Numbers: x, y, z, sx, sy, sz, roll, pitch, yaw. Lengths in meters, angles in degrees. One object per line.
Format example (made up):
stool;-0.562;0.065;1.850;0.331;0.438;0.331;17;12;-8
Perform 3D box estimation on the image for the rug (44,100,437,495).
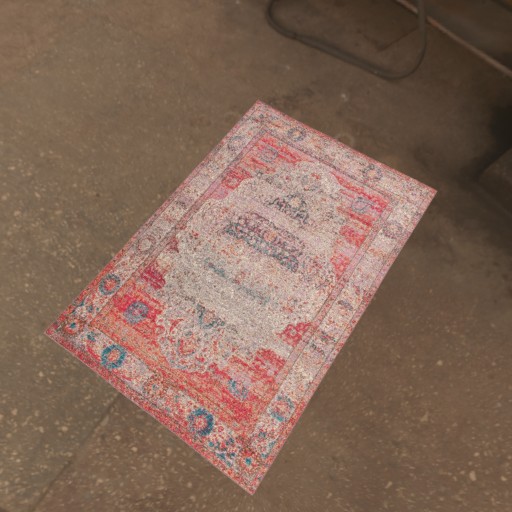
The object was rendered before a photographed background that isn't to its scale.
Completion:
rug;0.000;0.000;2.306;1.219;0.006;1.829;32;68;14
